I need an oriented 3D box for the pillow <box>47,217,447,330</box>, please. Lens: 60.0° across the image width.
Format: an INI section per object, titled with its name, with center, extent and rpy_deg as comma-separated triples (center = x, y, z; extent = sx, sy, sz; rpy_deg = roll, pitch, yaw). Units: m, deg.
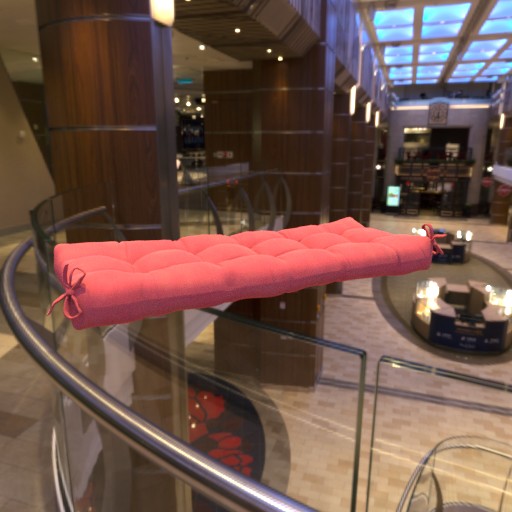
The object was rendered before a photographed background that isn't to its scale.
[pillow]
center = 0.000, 0.000, 1.362
extent = 1.194, 0.174, 0.511
rpy_deg = -7, 16, -27
